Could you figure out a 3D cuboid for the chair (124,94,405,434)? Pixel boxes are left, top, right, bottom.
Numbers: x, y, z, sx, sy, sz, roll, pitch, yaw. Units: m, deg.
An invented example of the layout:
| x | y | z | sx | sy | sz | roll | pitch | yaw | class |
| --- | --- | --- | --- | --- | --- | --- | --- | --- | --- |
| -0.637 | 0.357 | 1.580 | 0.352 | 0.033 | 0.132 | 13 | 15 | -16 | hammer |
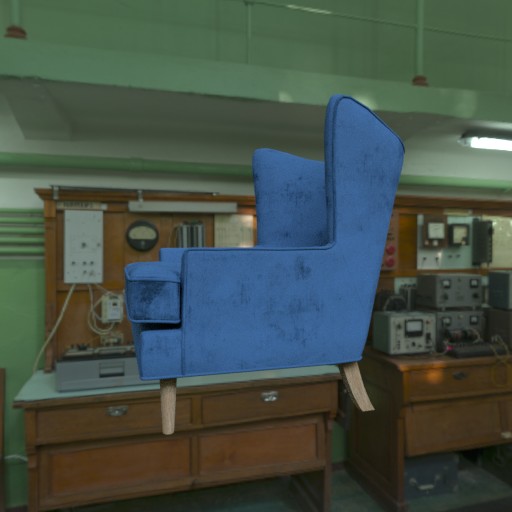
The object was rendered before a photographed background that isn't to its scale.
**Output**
| x | y | z | sx | sy | sz | roll | pitch | yaw | class |
| --- | --- | --- | --- | --- | --- | --- | --- | --- | --- |
| 0.000 | 0.000 | 1.608 | 0.910 | 0.952 | 0.793 | 0 | 1 | -17 | chair |
